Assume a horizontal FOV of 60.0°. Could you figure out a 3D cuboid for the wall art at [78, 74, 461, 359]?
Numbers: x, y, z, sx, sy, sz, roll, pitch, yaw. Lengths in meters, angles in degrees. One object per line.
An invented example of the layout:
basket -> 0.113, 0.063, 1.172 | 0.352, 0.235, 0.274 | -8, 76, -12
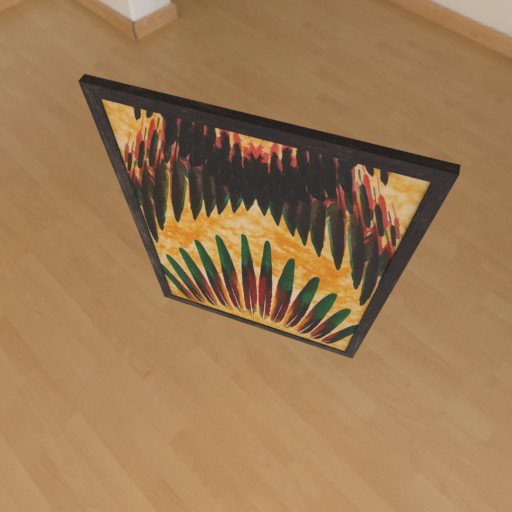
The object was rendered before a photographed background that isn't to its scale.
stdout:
wall art -> 0.000, 0.000, 1.358 | 0.812, 1.066, 0.029 | 17, 60, 10
